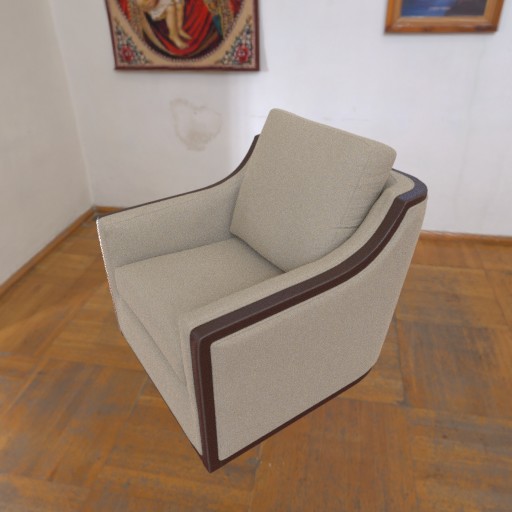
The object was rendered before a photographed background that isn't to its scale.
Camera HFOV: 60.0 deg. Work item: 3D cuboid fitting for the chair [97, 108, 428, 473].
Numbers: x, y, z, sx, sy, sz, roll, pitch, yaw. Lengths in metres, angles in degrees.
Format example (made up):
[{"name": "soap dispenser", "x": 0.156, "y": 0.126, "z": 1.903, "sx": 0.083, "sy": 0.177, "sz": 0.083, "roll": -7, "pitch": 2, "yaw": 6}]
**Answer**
[{"name": "chair", "x": 0.000, "y": 0.000, "z": 1.700, "sx": 0.950, "sy": 0.930, "sz": 0.870, "roll": -20, "pitch": 37, "yaw": -29}]
